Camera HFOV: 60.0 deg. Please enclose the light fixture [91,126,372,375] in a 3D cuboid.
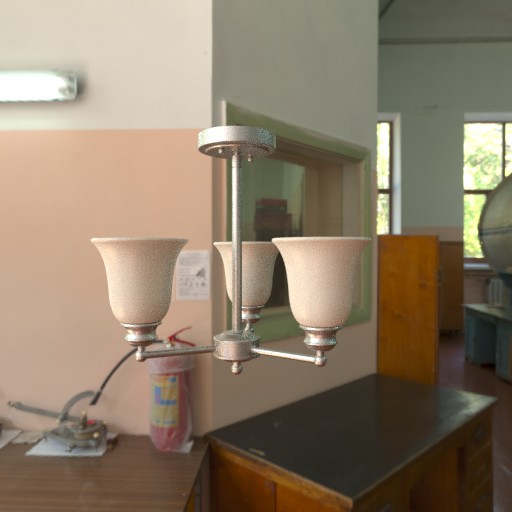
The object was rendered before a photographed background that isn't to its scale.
[{"bbox_3d":[0.000,0.000,0.669,0.354,0.370,0.388,0,1,37],"label":"light fixture"}]
